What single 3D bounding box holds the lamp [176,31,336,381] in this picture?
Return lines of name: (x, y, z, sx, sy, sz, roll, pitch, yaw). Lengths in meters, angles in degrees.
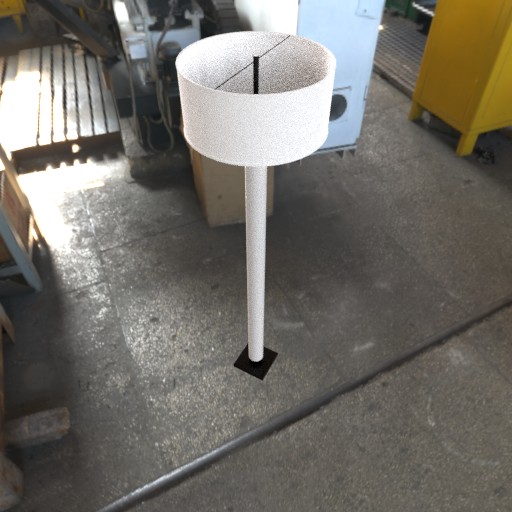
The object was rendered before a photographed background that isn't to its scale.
lamp: (0.000, 0.000, 1.674, 0.420, 1.475, 0.420, 21, 49, 20)
